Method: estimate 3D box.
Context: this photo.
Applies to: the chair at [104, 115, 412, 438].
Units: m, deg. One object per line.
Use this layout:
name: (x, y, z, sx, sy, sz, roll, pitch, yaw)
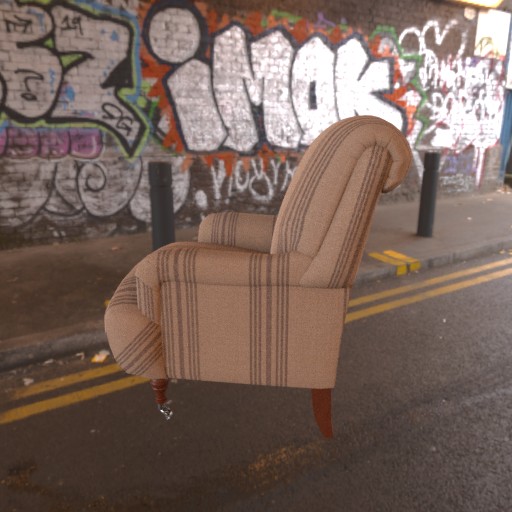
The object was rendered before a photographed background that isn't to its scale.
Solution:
chair: (0.000, 0.000, 1.576, 0.914, 0.940, 0.813, 2, 15, 8)
